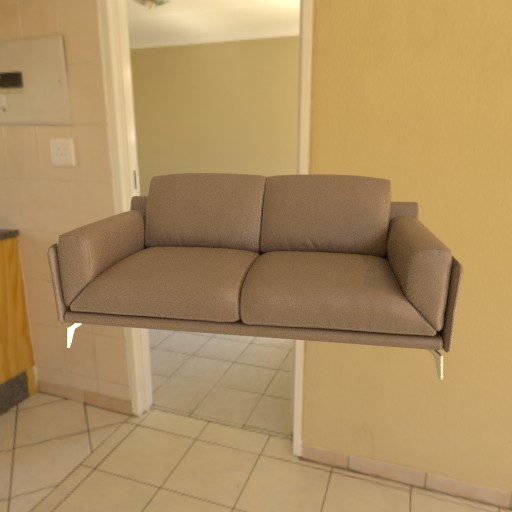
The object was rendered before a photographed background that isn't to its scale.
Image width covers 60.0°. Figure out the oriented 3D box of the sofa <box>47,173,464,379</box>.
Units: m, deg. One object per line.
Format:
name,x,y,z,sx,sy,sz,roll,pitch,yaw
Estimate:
sofa,0.000,0.000,2.687,2.101,0.930,1.049,2,15,10
